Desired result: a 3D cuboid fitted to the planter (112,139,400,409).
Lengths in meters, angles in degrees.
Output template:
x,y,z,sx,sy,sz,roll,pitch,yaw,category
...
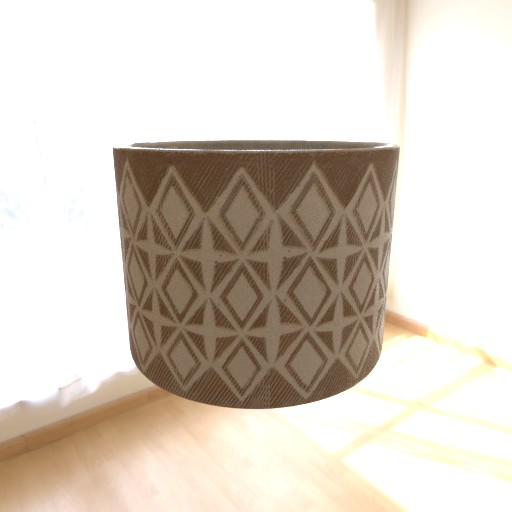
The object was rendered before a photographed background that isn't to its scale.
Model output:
x,y,z,sx,sy,sz,roll,pitch,yaw,category
0.000,0.000,0.334,0.193,0.165,0.193,0,16,0,planter
